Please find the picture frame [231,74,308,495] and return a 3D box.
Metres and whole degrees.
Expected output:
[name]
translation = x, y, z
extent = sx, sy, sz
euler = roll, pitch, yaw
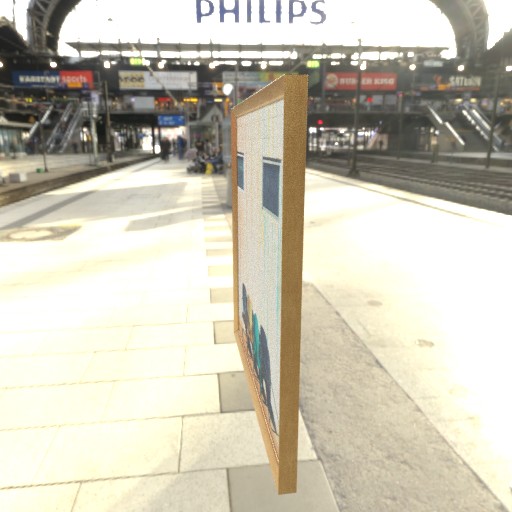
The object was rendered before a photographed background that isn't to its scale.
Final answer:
[picture frame]
translation = 0.000, 0.000, 1.127
extent = 0.037, 0.761, 0.758
euler = -2, 15, -9
